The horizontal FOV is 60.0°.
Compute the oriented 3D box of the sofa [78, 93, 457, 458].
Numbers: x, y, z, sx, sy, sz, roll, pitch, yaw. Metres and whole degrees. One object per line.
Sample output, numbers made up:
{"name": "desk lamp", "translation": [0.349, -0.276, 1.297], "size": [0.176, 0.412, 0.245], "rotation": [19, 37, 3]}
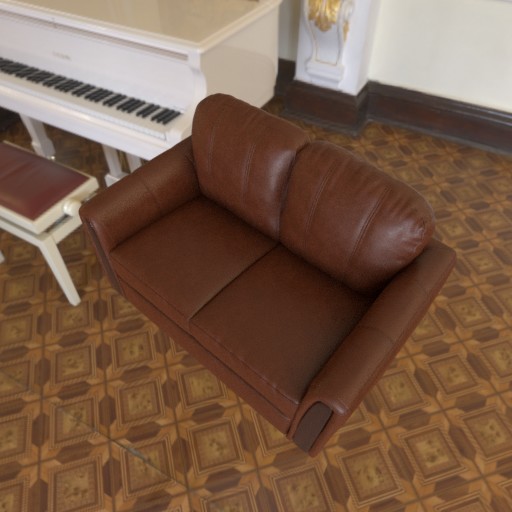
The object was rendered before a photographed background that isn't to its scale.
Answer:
{"name": "sofa", "translation": [0.000, 0.000, 1.897], "size": [1.406, 0.906, 0.805], "rotation": [33, 55, 27]}
